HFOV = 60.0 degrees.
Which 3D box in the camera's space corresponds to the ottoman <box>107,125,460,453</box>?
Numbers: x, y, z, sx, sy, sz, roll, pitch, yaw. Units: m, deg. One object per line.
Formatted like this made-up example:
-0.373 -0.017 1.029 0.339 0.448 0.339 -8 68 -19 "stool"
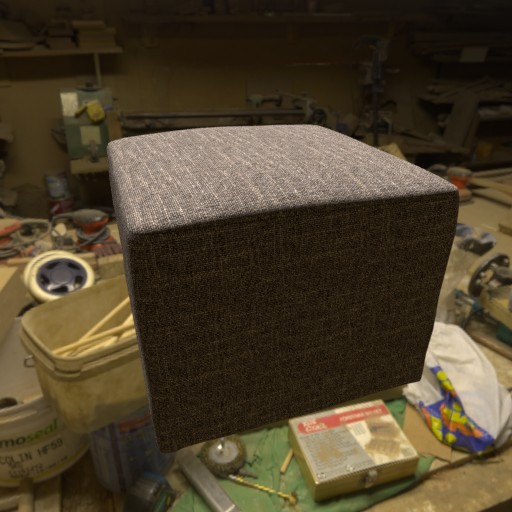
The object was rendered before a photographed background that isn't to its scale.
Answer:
0.000 0.000 0.901 0.512 0.453 0.521 -9 29 -17 "ottoman"
